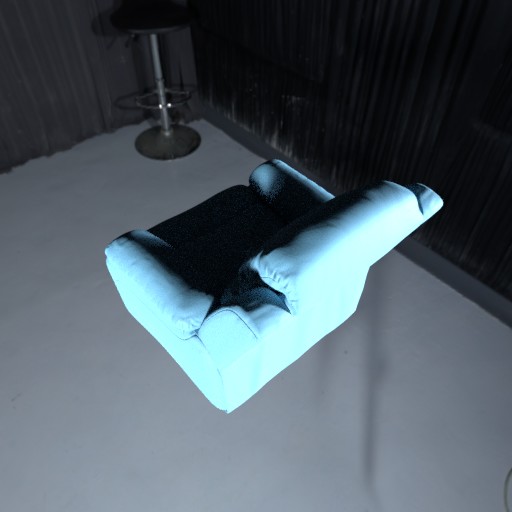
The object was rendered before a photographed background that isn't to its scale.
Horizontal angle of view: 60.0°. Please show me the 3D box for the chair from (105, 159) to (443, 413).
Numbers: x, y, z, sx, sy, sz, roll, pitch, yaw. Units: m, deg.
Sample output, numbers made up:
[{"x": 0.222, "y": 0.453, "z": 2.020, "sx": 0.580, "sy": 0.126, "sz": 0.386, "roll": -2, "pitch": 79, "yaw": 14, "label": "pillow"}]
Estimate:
[{"x": 0.000, "y": 0.000, "z": 1.293, "sx": 0.680, "sy": 0.702, "sz": 0.709, "roll": -32, "pitch": 55, "yaw": -27, "label": "chair"}]
